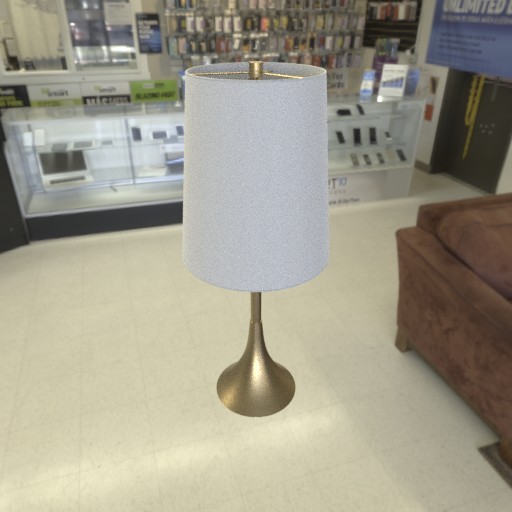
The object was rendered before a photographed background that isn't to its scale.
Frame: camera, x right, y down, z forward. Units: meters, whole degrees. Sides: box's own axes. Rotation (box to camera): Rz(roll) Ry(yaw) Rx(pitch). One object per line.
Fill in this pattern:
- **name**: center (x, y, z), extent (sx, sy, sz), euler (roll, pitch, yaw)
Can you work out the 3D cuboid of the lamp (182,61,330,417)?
- **lamp**: center (0.000, 0.000, 0.706), extent (0.231, 0.569, 0.231), euler (0, 30, 0)
